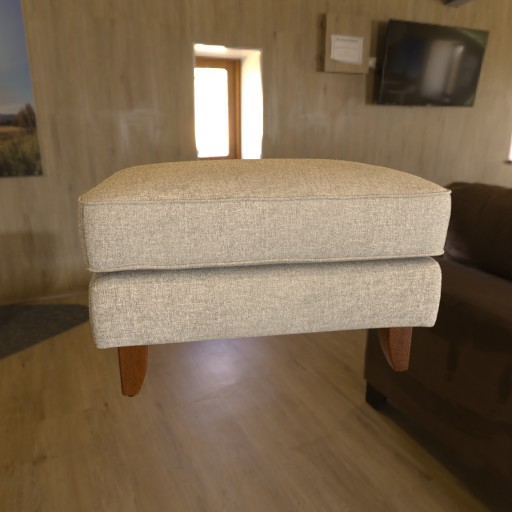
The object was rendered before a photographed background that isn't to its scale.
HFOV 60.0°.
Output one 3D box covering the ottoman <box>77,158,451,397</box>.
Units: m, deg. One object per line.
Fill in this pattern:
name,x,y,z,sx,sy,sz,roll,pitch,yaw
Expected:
ottoman,0.000,0.000,1.340,0.889,0.561,0.661,-3,16,-9
